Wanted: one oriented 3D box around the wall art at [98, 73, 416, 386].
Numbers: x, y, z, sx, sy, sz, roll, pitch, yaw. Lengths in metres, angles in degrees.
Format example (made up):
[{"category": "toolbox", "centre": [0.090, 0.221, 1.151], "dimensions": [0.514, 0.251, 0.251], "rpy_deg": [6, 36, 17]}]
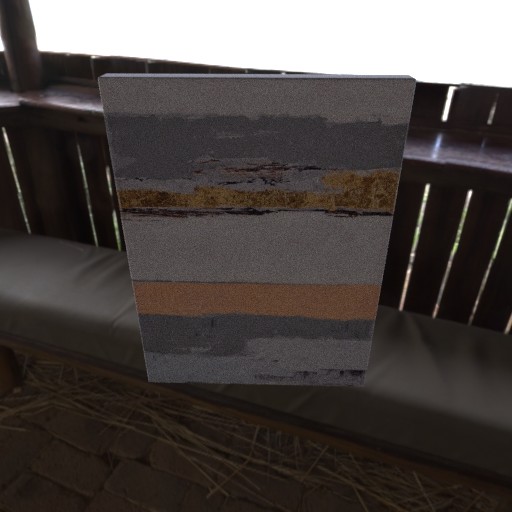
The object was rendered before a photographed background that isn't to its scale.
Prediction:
[{"category": "wall art", "centre": [0.000, 0.000, 0.801], "dimensions": [0.456, 0.609, 0.038], "rpy_deg": [1, 30, 1]}]
